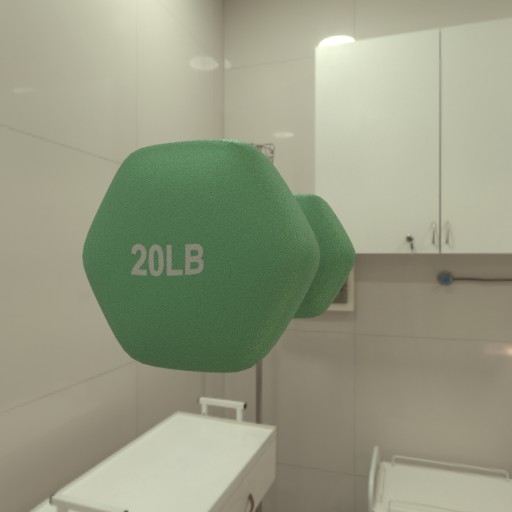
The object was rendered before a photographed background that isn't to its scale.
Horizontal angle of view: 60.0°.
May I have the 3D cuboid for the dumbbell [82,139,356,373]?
[{"bbox_3d":[0.000,0.000,0.329,0.129,0.117,0.260,0,0,18],"label":"dumbbell"}]
